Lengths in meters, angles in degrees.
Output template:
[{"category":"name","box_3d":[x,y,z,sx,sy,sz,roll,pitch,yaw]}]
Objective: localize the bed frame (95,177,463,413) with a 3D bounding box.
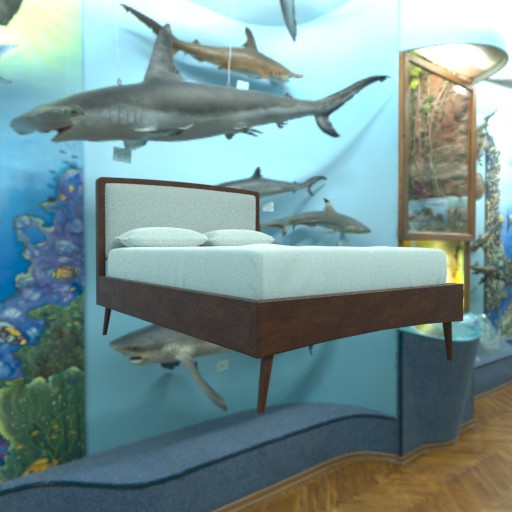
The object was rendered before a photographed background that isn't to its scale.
[{"category":"bed frame","box_3d":[0.000,0.000,3.142,1.587,1.279,2.171,-1,1,-36]}]
